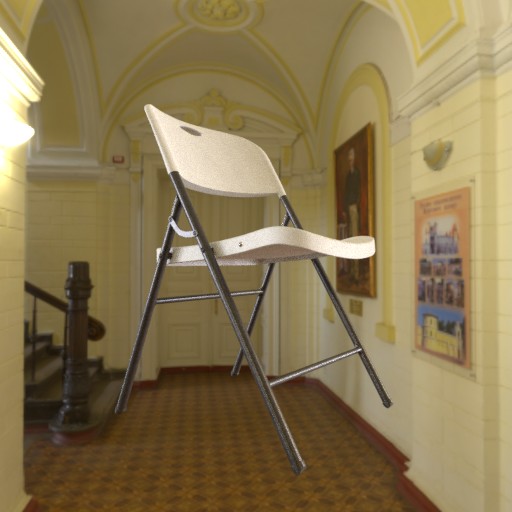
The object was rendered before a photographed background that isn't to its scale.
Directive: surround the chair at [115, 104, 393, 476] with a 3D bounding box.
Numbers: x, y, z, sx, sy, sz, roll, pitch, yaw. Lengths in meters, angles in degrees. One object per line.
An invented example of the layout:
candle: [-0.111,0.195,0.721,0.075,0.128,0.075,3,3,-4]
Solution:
chair: [0.000,0.000,1.173,0.566,0.810,0.494,0,-1,37]
